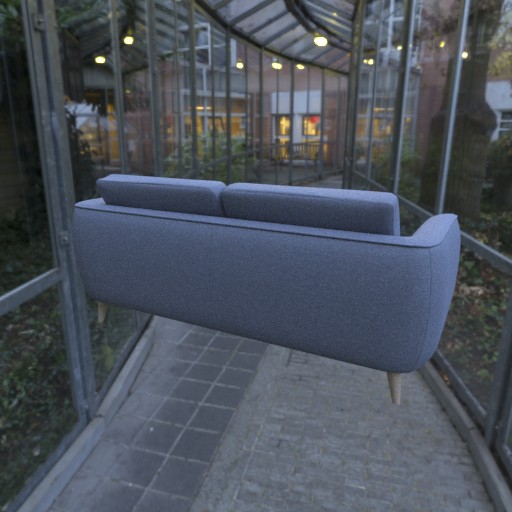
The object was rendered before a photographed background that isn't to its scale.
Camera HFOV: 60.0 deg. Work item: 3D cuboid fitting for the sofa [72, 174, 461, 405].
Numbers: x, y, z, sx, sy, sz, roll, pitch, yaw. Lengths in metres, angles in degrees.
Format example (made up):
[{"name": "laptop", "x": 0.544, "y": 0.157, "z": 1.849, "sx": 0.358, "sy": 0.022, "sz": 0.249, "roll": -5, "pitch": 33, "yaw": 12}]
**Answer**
[{"name": "sofa", "x": 0.000, "y": 0.000, "z": 2.486, "sx": 2.000, "sy": 0.870, "sz": 0.920, "roll": 9, "pitch": 18, "yaw": 27}]
